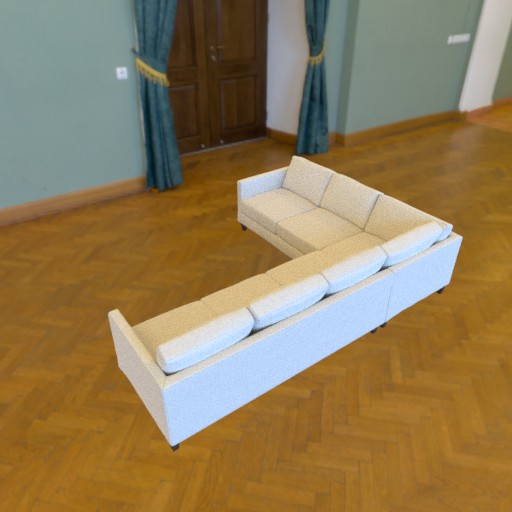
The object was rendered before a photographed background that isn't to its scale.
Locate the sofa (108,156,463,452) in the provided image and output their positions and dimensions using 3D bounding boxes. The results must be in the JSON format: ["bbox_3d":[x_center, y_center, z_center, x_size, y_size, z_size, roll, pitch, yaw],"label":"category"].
[{"bbox_3d":[0.000,0.000,4.413,3.182,0.863,2.432,-21,38,-30],"label":"sofa"}]
